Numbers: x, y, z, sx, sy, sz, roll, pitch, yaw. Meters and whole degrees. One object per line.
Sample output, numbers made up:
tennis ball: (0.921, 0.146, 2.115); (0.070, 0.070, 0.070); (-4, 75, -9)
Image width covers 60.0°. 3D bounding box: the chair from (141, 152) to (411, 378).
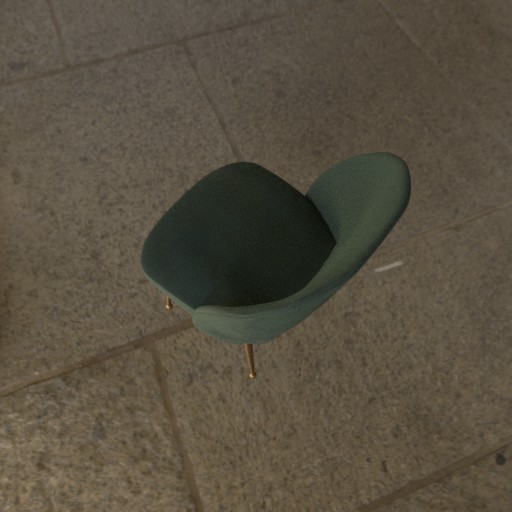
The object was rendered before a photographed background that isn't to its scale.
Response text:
chair: (0.000, 0.000, 1.236); (0.577, 0.860, 0.527); (36, 69, 16)
